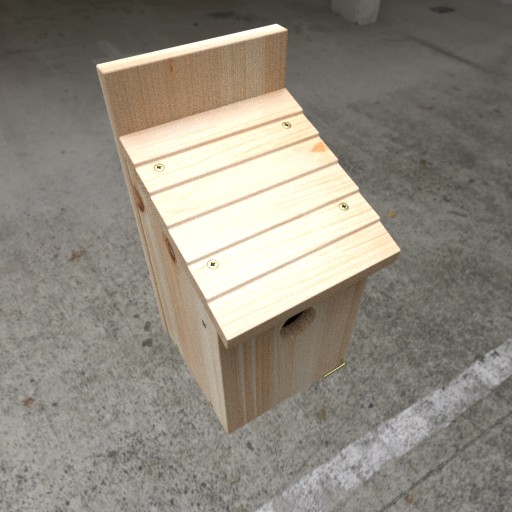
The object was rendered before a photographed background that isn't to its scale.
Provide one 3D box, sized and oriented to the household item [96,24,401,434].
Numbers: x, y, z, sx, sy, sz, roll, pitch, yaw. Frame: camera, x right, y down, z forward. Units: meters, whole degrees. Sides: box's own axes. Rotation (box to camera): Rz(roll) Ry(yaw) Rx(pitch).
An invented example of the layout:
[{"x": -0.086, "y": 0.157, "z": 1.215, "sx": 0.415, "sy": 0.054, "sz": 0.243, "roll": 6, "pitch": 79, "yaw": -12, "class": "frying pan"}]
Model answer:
[{"x": 0.000, "y": 0.000, "z": 0.381, "sx": 0.149, "sy": 0.300, "sz": 0.171, "roll": -24, "pitch": 51, "yaw": -22, "class": "household item"}]
